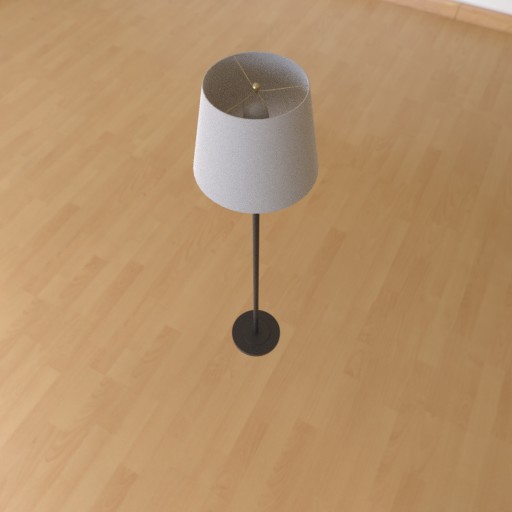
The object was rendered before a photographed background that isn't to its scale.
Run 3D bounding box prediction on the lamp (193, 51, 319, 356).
[{"bbox_3d":[0.000,0.000,1.635,0.348,1.473,0.348,3,58,2],"label":"lamp"}]
